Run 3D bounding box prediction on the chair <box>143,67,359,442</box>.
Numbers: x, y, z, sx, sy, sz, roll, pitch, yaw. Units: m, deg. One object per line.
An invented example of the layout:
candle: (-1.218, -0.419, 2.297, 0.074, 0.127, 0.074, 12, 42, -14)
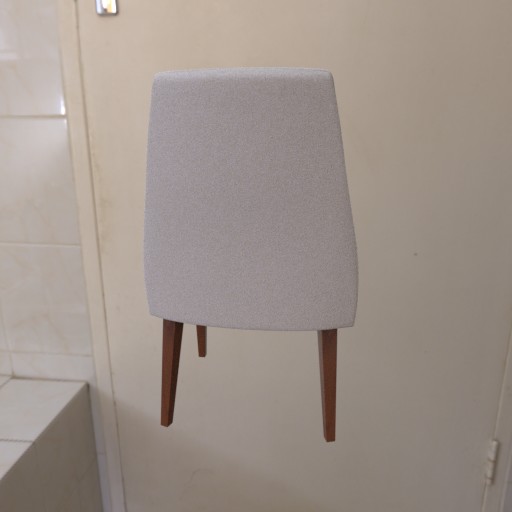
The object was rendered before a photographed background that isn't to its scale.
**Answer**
chair: (0.000, 0.000, 1.178, 0.529, 0.861, 0.544, 2, 15, 8)
